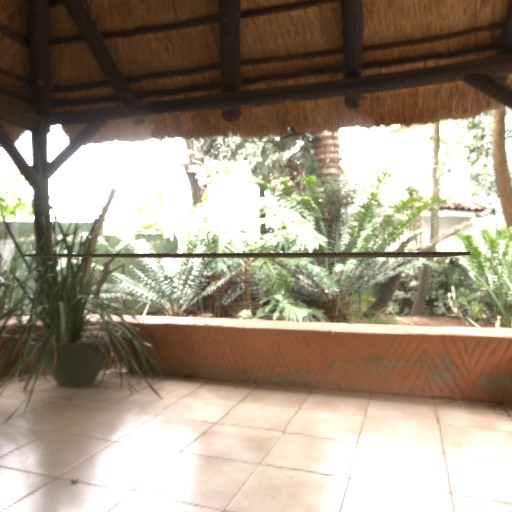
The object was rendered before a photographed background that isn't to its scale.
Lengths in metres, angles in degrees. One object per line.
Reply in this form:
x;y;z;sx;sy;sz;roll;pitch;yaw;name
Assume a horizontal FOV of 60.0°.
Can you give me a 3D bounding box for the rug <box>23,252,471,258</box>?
0.000;0.000;2.994;2.438;0.015;1.524;0;-1;18;rug
